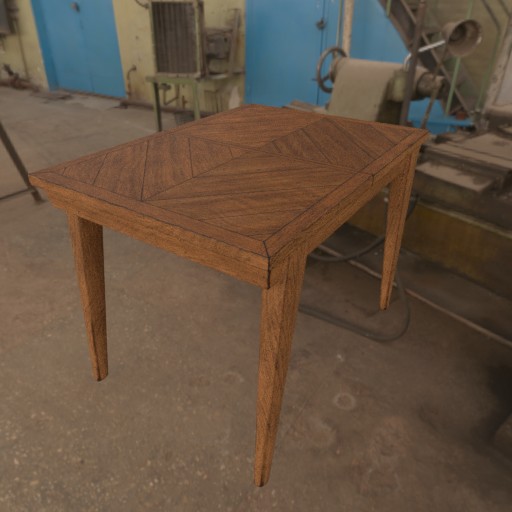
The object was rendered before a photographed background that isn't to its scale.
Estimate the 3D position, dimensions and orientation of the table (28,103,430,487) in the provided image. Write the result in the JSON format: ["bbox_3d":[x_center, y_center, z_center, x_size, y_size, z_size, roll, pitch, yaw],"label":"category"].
[{"bbox_3d":[0.000,0.000,1.545,0.757,0.760,1.027,19,36,29],"label":"table"}]
